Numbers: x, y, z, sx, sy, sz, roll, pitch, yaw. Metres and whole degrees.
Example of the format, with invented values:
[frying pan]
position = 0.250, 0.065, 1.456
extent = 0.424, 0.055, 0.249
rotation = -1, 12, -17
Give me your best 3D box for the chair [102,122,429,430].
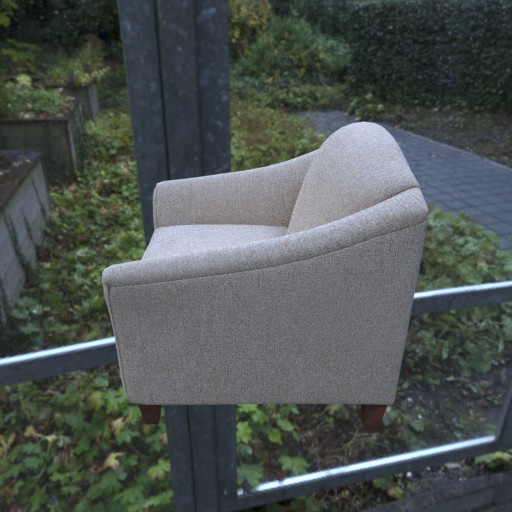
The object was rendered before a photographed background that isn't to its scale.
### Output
[chair]
position = 0.000, 0.000, 1.456
extent = 0.787, 0.839, 0.763
rotation = 0, 27, -1
